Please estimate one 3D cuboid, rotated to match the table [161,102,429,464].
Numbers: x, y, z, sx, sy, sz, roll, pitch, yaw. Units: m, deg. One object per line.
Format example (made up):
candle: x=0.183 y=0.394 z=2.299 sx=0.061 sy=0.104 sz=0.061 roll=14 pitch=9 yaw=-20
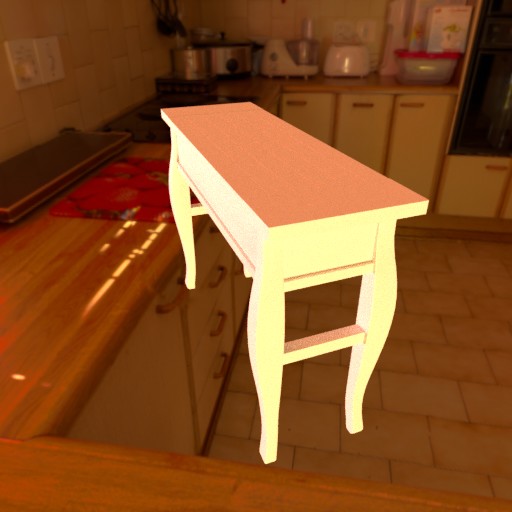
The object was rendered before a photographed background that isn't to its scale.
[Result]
table: x=0.000 y=0.000 z=1.476 sx=0.373 sy=0.768 sz=1.062 roll=-11 pitch=32 yaw=-18
